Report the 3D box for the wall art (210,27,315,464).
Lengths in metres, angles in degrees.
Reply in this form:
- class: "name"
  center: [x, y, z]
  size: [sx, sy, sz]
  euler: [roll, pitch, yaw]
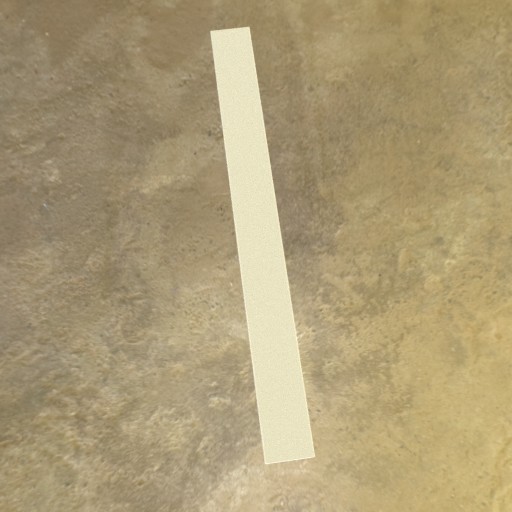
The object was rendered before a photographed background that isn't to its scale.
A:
- class: "wall art"
  center: [0.000, 0.000, 0.498]
  size: [0.038, 0.259, 0.381]
  euler: [-7, 75, -2]
